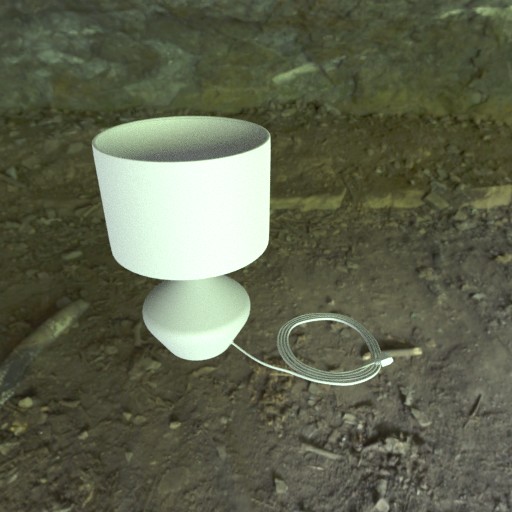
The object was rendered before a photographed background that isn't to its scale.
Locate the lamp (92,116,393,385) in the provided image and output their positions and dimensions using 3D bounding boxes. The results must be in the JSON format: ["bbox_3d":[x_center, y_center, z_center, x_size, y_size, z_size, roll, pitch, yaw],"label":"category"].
[{"bbox_3d":[0.000,0.000,0.865,0.546,0.457,0.401,18,34,28],"label":"lamp"}]
